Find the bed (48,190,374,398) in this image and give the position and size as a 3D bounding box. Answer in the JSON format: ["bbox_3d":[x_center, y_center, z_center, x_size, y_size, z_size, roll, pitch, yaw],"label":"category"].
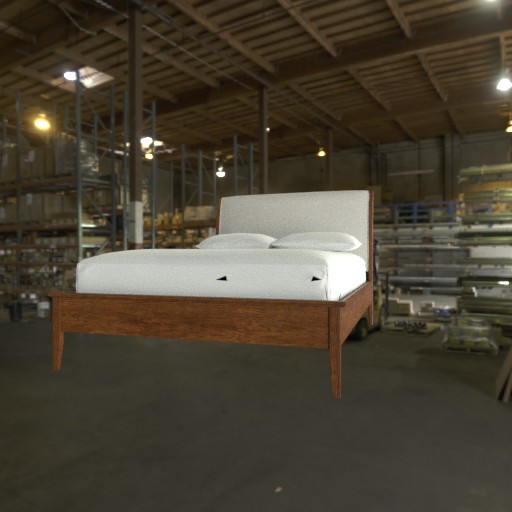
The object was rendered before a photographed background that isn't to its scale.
[{"bbox_3d":[0.000,0.000,3.307,1.612,1.250,2.380,0,0,18],"label":"bed"}]
